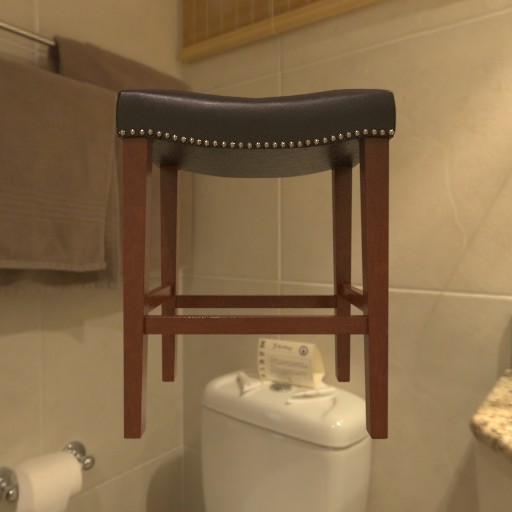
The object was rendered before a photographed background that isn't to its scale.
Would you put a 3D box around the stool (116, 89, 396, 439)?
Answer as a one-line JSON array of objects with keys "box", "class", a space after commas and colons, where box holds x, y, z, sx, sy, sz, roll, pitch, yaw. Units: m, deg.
[{"box": [0.000, 0.000, 0.974, 0.504, 0.654, 0.372, 0, 2, 0], "class": "stool"}]
